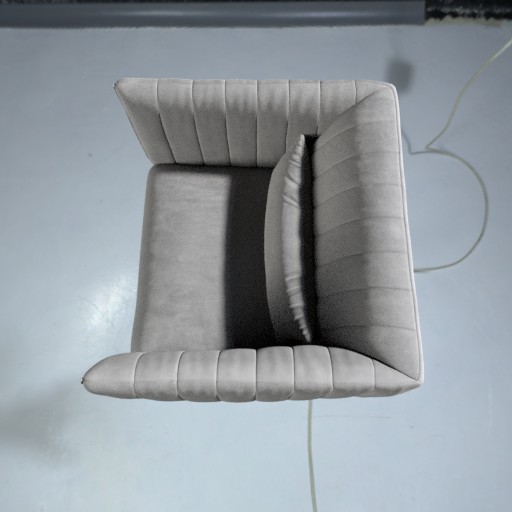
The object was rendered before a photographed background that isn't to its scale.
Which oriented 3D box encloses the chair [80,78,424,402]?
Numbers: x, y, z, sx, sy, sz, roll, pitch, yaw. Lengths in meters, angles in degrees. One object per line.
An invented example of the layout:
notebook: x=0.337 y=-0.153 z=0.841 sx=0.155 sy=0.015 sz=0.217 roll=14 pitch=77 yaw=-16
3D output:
chair: x=0.000 y=0.000 z=1.575 sx=0.873 sy=0.779 sz=0.981 roll=0 pitch=74 yaw=0
